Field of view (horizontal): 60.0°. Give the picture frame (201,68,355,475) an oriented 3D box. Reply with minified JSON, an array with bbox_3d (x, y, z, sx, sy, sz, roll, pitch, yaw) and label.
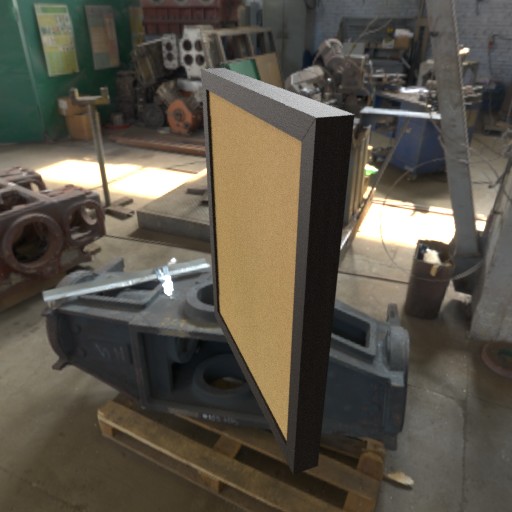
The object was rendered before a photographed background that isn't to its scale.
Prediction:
[{"bbox_3d":[0.000,0.000,0.765,0.044,0.555,0.452,-10,31,-18],"label":"picture frame"}]
